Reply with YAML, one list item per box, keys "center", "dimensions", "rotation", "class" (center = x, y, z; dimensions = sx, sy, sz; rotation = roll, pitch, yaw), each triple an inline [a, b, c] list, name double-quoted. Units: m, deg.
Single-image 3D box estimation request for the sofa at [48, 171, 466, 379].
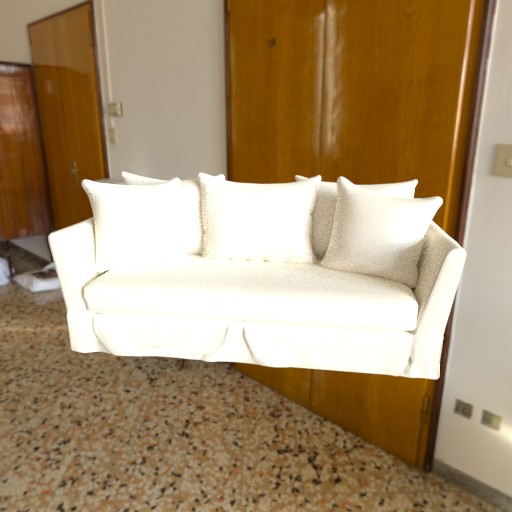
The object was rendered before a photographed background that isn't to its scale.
- center: [0.000, 0.000, 2.905]
  dimensions: [2.290, 1.034, 1.031]
  rotation: [2, 17, 8]
  class: "sofa"
